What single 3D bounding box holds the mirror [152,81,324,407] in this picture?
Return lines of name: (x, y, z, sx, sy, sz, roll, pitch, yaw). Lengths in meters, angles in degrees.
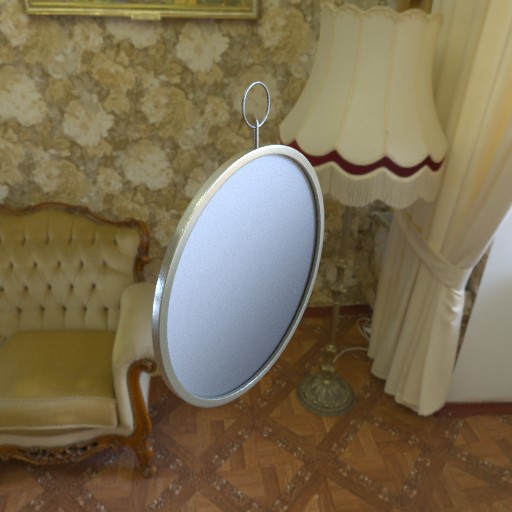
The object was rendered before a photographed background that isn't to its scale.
mirror: (0.000, 0.000, 0.965, 0.020, 0.713, 0.594, 19, 33, 31)
